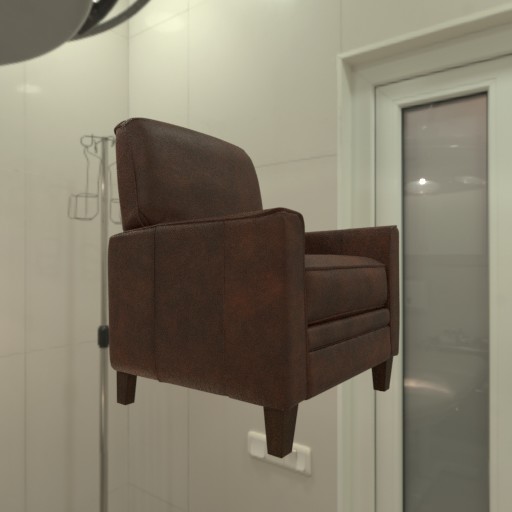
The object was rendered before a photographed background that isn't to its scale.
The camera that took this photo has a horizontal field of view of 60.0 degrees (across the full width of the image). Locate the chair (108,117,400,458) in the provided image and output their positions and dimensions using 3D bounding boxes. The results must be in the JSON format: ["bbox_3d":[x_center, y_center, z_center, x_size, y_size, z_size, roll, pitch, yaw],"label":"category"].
[{"bbox_3d":[0.000,0.000,1.648,0.836,1.043,0.843,0,0,37],"label":"chair"}]
